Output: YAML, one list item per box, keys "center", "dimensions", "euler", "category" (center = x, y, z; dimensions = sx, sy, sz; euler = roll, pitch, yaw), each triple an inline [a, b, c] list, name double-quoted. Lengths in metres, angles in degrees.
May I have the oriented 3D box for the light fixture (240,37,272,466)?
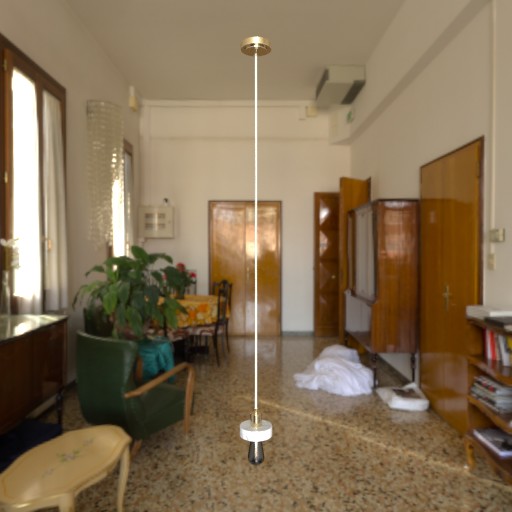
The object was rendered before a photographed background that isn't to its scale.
- center: [0.000, 0.000, 1.759]
  dimensions: [0.129, 1.669, 0.129]
  euler: [-1, 1, -36]
  category: "light fixture"
